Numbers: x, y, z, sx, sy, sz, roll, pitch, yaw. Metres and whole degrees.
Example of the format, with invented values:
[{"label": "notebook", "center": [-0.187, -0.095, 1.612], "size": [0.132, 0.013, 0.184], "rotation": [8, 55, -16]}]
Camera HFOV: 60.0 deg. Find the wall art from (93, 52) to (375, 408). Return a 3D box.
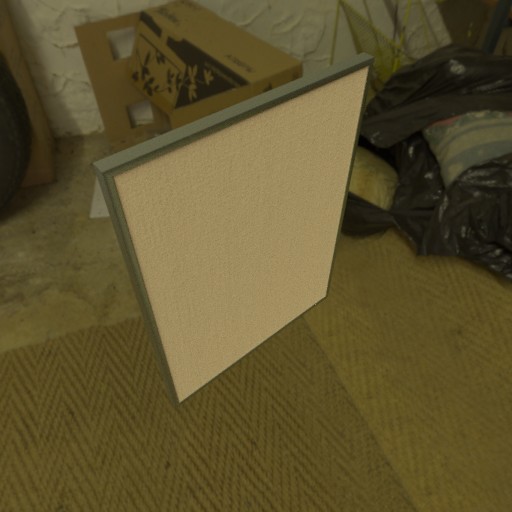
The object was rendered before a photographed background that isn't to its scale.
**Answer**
[{"label": "wall art", "center": [0.000, 0.000, 1.424], "size": [0.803, 1.062, 0.041], "rotation": [-32, 55, -26]}]
